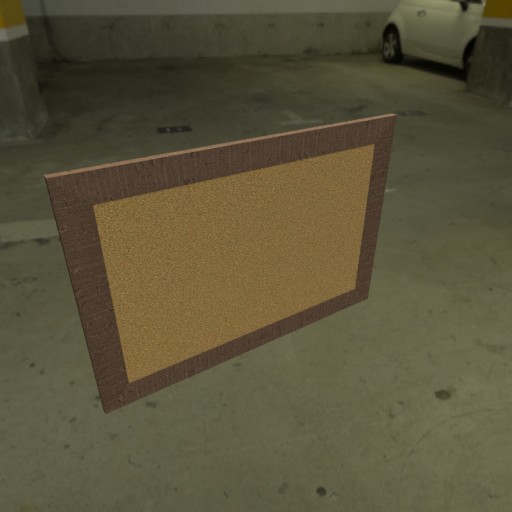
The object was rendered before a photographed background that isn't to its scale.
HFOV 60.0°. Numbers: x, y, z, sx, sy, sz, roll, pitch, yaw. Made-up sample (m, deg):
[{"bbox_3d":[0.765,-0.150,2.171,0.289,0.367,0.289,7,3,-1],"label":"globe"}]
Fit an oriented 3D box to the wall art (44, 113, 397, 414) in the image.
[{"bbox_3d":[0.000,0.000,1.181,0.917,0.626,0.019,-18,35,-28],"label":"wall art"}]
